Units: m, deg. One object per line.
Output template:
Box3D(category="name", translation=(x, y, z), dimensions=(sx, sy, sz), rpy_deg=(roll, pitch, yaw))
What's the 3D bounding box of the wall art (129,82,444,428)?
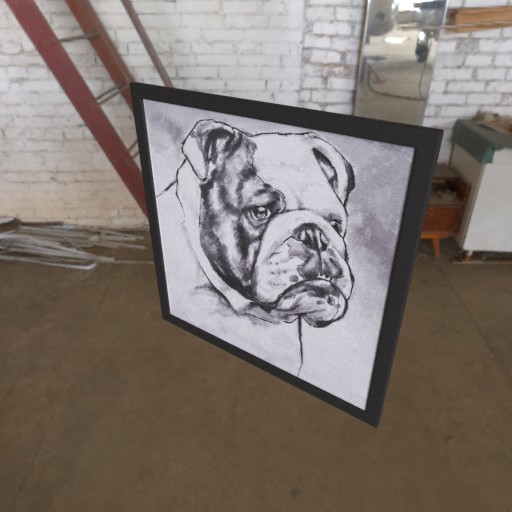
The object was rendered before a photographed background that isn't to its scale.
Box3D(category="wall art", translation=(0.000, 0.000, 0.829), dimensions=(0.562, 0.558, 0.012), rpy_deg=(20, 37, 29))
